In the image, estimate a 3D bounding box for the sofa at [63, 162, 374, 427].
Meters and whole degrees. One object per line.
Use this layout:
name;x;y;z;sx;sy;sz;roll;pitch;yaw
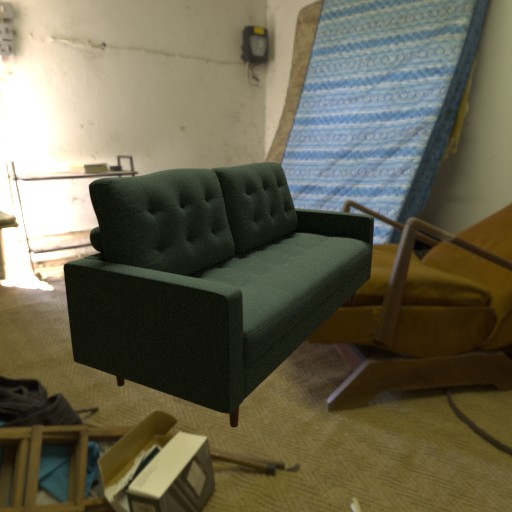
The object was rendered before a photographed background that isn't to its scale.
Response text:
sofa;0.000;0.000;2.669;0.966;1.050;2.010;8;17;28
